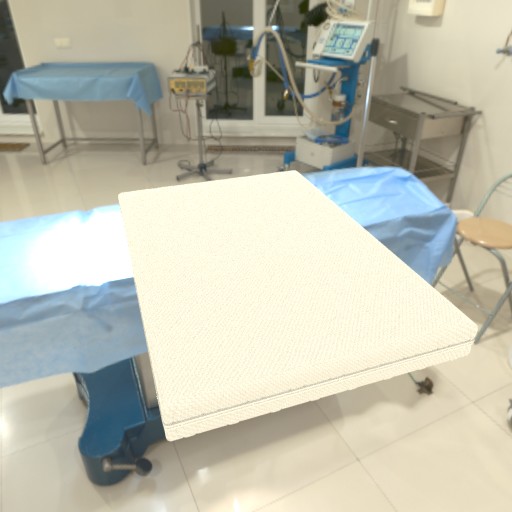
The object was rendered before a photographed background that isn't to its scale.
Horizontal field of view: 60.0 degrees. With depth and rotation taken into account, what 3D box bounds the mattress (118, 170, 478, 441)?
[{"bbox_3d":[0.000,0.000,2.593,1.400,0.200,2.000,-10,33,-16],"label":"mattress"}]
